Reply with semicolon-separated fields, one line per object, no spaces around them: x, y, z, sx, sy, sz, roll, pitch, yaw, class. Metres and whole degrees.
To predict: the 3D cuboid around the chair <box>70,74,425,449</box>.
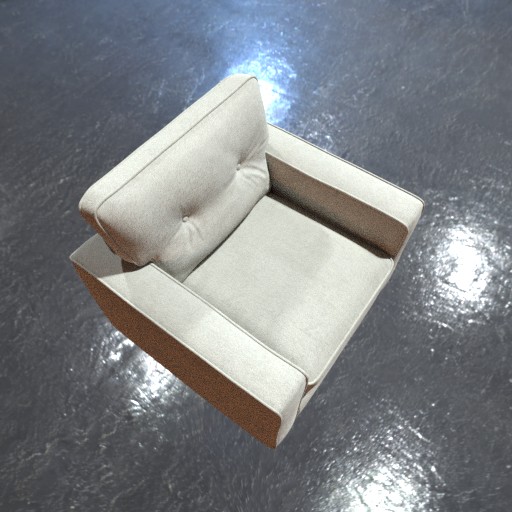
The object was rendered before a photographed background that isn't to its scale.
0.000;0.000;1.768;0.939;0.965;1.015;32;63;19;chair
